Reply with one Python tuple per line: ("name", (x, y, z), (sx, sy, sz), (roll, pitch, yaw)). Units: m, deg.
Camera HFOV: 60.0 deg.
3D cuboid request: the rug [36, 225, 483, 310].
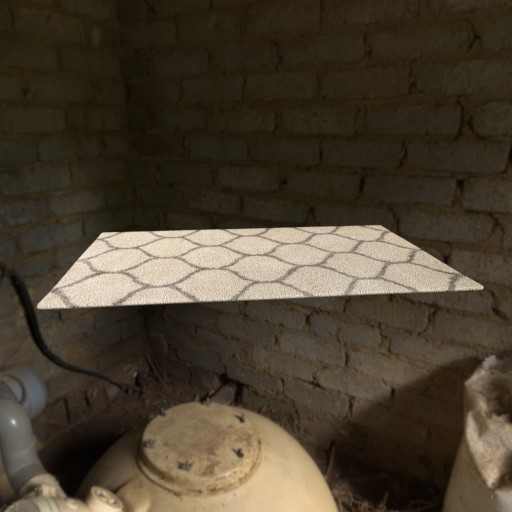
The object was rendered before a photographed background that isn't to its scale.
("rug", (0.000, 0.000, 3.010), (2.348, 0.024, 1.501), (-2, 17, -6))
